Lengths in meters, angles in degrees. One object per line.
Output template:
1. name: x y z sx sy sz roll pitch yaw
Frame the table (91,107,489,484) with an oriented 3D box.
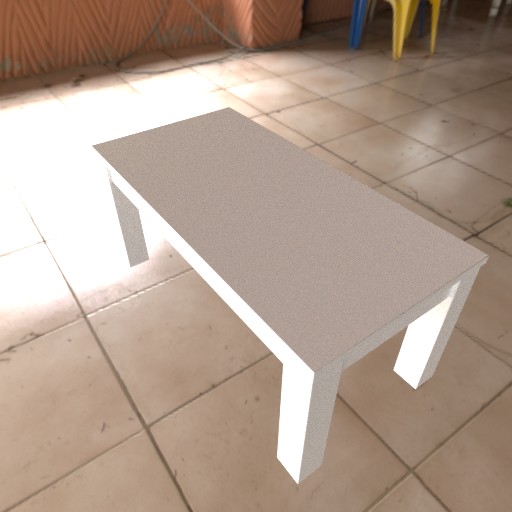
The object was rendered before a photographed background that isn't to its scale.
1. table: 0.000 0.000 2.304 0.900 0.790 1.800 -25 47 -27
